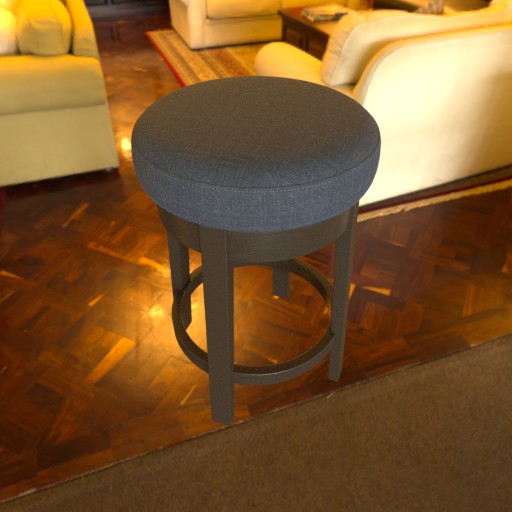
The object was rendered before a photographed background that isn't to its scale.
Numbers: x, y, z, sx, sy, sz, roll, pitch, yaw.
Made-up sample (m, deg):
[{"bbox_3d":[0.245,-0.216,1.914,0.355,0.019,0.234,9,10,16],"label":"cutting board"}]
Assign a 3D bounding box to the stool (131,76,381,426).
[{"bbox_3d":[0.000,0.000,0.958,0.449,0.655,0.449,0,41,0],"label":"stool"}]
